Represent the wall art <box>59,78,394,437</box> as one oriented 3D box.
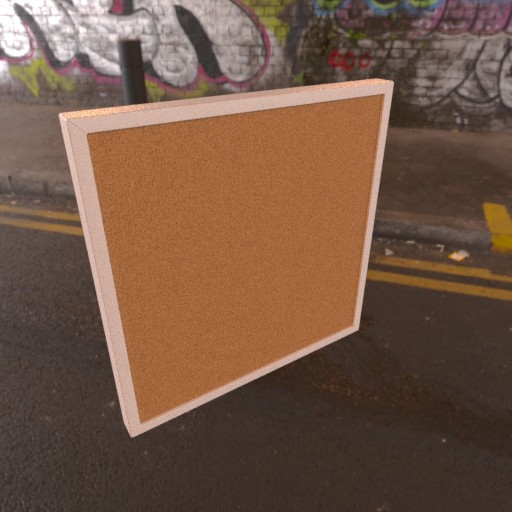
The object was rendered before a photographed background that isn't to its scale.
[{"bbox_3d":[0.000,0.000,0.731,0.508,0.508,0.038,-18,34,-28],"label":"wall art"}]
